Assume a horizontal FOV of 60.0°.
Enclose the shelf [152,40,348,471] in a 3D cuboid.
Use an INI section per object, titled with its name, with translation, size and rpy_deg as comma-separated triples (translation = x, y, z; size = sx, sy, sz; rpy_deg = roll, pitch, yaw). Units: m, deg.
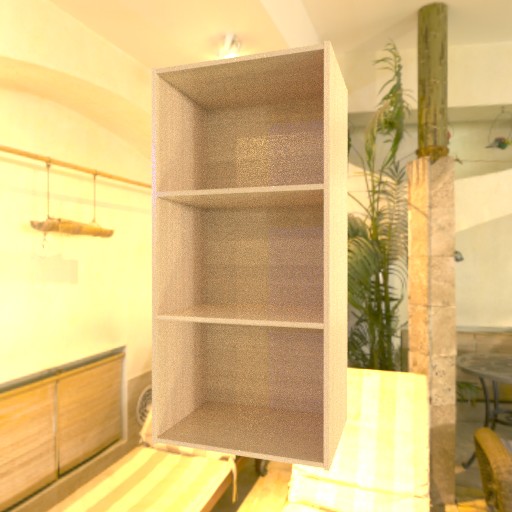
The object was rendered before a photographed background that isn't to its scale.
[shelf]
translation = 0.000, 0.000, 1.106
size = 0.417, 0.876, 0.292
rpy_deg = 0, 0, 19
